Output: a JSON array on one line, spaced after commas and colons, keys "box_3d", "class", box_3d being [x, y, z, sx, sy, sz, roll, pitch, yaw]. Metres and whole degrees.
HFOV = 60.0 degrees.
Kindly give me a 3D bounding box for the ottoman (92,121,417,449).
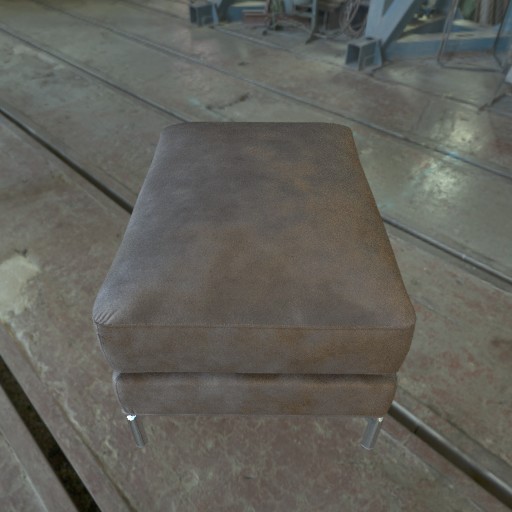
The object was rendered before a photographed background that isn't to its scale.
[{"box_3d": [0.000, 0.000, 1.048, 0.520, 0.456, 0.719, 0, 41, 0], "class": "ottoman"}]
